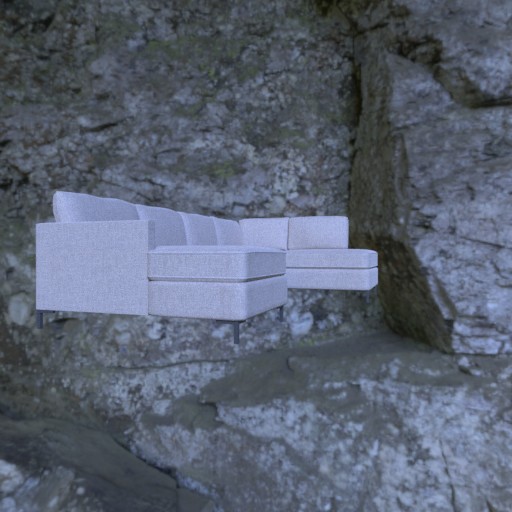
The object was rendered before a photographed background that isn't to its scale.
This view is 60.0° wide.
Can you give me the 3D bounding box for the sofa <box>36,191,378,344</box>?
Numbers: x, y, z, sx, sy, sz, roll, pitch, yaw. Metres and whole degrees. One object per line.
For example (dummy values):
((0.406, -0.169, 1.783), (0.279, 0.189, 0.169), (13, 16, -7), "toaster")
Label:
((0.000, 0.000, 4.282), (2.021, 0.996, 3.423), (0, 0, 20), "sofa")
